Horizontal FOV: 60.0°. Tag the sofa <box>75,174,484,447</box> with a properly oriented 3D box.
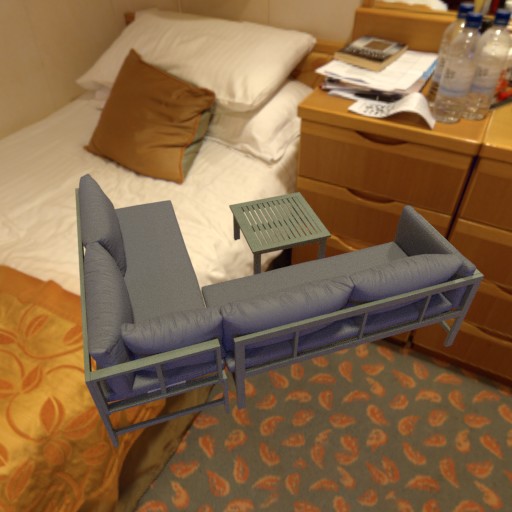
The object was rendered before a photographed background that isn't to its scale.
[{"bbox_3d":[0.000,0.000,2.970,2.149,0.762,1.658,-12,43,-14],"label":"sofa"}]
